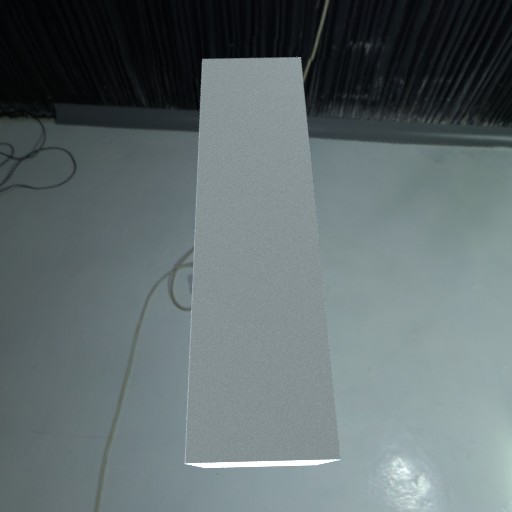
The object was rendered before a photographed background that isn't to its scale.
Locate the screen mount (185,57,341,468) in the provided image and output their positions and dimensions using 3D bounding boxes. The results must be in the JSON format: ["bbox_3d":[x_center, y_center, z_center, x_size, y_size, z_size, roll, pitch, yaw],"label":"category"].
[{"bbox_3d":[0.000,0.000,1.747,0.400,0.619,1.490,-1,63,-1],"label":"screen mount"}]
